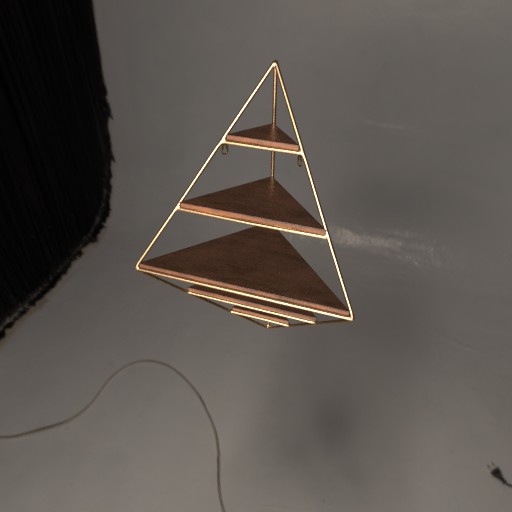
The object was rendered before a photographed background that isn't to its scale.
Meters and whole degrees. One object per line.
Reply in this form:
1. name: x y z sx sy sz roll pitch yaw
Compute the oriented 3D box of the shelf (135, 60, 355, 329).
1. shelf: 0.000 0.000 1.179 0.564 0.913 0.294 12 42 14
